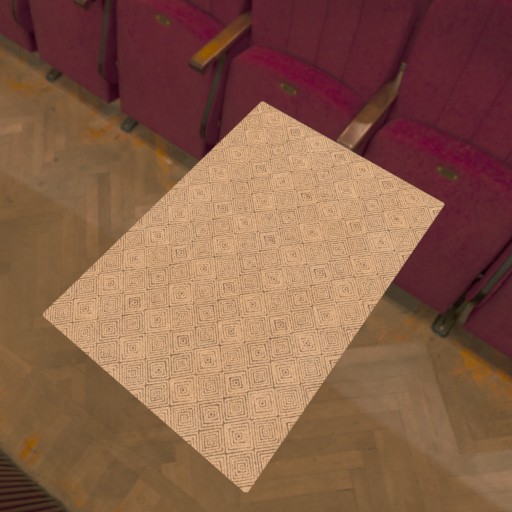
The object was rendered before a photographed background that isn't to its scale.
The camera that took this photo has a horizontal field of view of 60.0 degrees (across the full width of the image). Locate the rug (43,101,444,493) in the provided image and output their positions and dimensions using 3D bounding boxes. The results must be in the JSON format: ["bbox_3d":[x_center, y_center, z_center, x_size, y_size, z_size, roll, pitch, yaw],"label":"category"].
[{"bbox_3d":[0.000,0.000,2.900,1.593,0.008,2.238,34,68,16],"label":"rug"}]
